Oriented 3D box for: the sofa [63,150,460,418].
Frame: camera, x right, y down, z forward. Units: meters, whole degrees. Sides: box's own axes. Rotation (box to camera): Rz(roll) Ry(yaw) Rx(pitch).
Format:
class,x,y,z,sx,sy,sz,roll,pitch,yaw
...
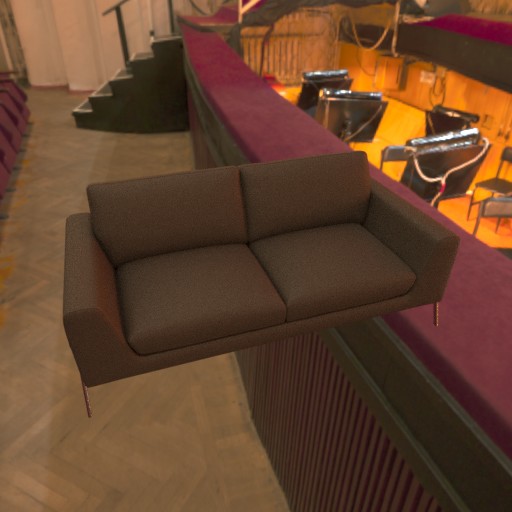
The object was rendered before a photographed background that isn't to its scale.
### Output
class,x,y,z,sx,sy,sz,roll,pitch,yaw
sofa,0.000,0.000,2.538,2.017,0.875,0.953,-10,34,-16
